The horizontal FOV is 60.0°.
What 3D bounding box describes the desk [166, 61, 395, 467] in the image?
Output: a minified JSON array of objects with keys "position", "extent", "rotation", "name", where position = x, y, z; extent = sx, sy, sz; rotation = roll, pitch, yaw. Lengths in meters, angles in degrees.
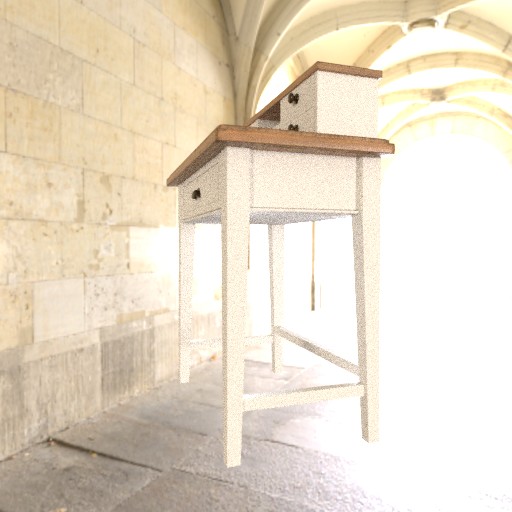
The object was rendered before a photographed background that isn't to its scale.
[{"position":[0.000,0.000,1.434],"extent":[0.462,0.981,0.814],"rotation":[0,2,-19],"name":"desk"}]
